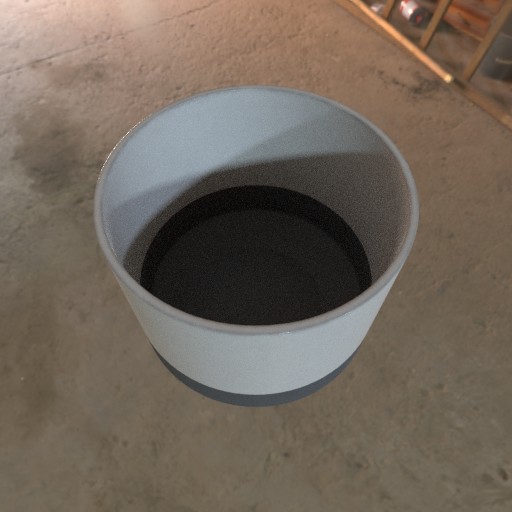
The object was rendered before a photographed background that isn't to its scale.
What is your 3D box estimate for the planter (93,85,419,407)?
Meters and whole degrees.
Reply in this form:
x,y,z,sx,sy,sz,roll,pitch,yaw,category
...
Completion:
x,y,z,sx,sy,sz,roll,pitch,yaw,category
0.000,0.000,0.222,0.128,0.105,0.128,0,57,0,planter
